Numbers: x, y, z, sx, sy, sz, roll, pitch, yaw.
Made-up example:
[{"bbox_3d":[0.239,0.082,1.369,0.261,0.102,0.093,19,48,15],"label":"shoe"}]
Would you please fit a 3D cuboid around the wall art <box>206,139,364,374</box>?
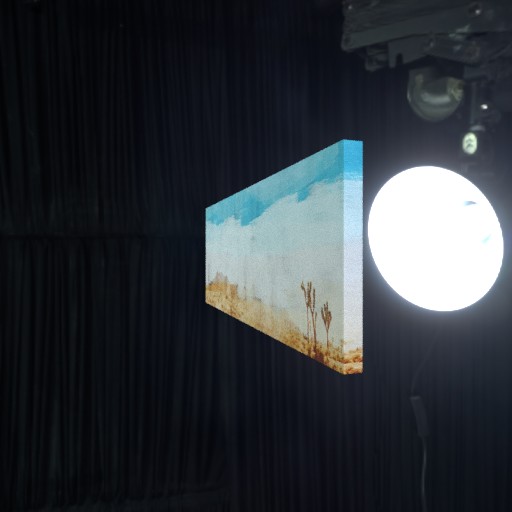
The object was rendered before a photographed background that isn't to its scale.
[{"bbox_3d":[0.000,0.000,0.845,0.044,0.254,0.759,0,0,-18],"label":"wall art"}]
